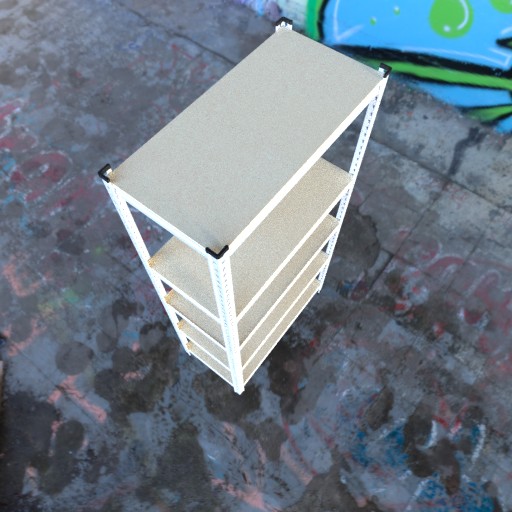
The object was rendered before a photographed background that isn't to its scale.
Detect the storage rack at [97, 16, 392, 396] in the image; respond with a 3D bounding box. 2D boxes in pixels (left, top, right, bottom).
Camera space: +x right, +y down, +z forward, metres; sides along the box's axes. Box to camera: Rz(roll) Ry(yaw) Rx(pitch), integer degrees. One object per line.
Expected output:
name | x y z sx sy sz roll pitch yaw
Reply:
storage rack | 0.000 0.000 2.182 0.457 1.829 0.914 34 67 17
